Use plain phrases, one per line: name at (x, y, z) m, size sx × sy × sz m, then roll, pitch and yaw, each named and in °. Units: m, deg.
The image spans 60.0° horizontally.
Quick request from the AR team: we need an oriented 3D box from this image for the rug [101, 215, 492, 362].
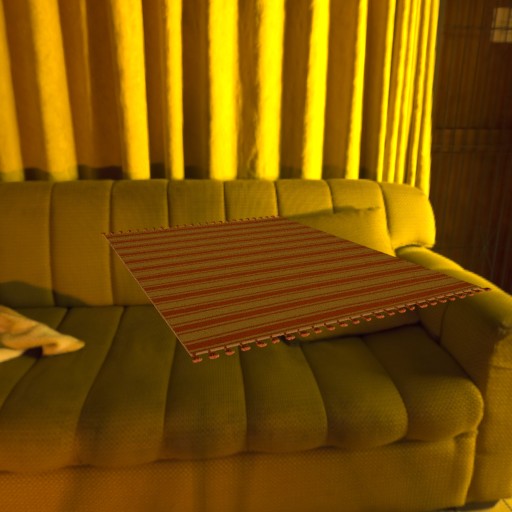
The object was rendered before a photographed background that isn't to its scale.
rug at (0.000, 0.000, 4.374) m, size 2.451 × 0.035 × 3.369 m, roll -8°, pitch 18°, yaw -26°
